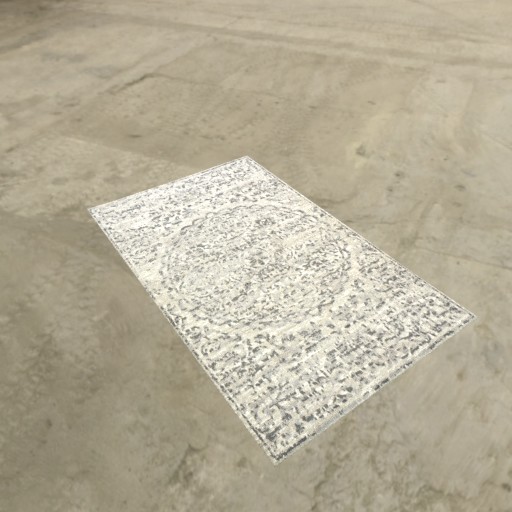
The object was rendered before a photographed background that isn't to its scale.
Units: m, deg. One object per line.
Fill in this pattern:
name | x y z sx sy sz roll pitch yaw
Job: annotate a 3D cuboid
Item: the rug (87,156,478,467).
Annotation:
rug | 0.000 0.000 3.074 1.527 0.021 2.447 -25 47 -26
